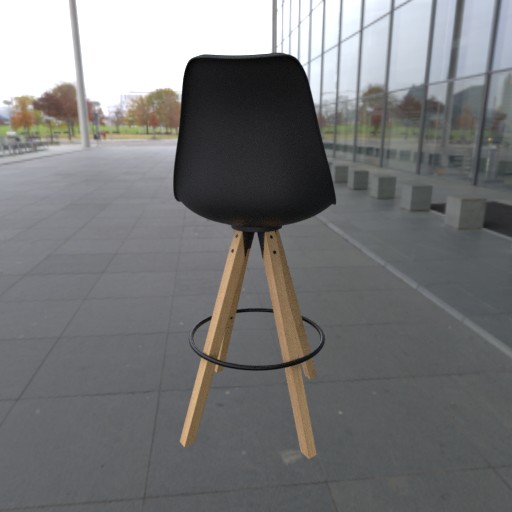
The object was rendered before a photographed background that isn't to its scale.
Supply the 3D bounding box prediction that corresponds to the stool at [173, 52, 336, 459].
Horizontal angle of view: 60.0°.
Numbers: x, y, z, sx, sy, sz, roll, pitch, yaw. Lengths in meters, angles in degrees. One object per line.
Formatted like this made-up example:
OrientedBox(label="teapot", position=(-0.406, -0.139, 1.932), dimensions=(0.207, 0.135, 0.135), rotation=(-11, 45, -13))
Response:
OrientedBox(label="stool", position=(0.000, 0.000, 1.417), dimensions=(0.485, 1.115, 0.550), rotation=(2, 16, 7))
